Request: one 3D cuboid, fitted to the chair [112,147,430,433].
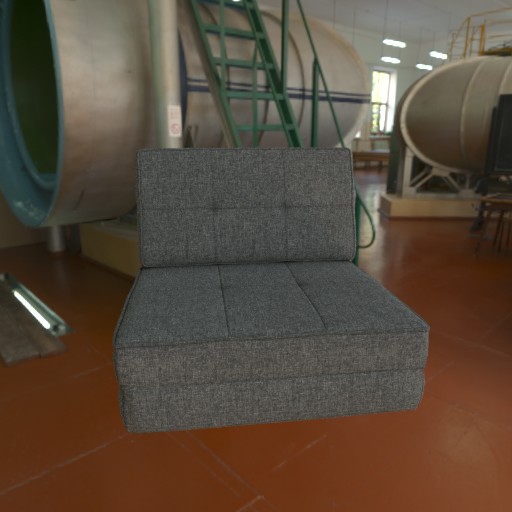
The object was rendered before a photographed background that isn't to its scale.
[{"bbox_3d":[0.000,0.000,1.328,0.740,0.615,0.800,-2,16,-7],"label":"chair"}]
